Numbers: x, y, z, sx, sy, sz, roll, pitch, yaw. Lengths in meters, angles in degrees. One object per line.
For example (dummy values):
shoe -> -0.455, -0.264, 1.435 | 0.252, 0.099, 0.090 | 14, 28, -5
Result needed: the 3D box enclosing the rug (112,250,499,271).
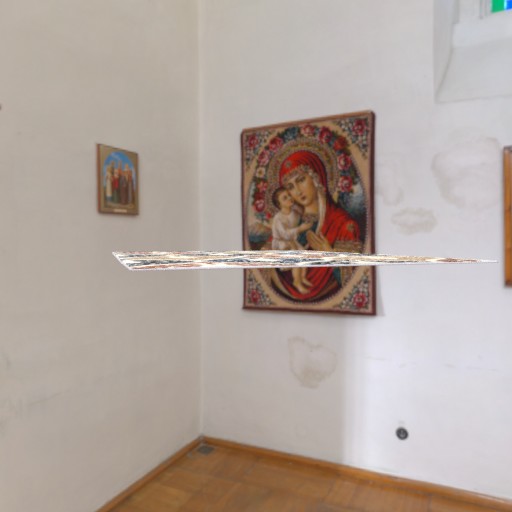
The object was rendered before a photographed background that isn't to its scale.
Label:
rug -> 0.000, 0.000, 4.032 | 2.423, 0.014, 3.040 | -1, 2, -20
